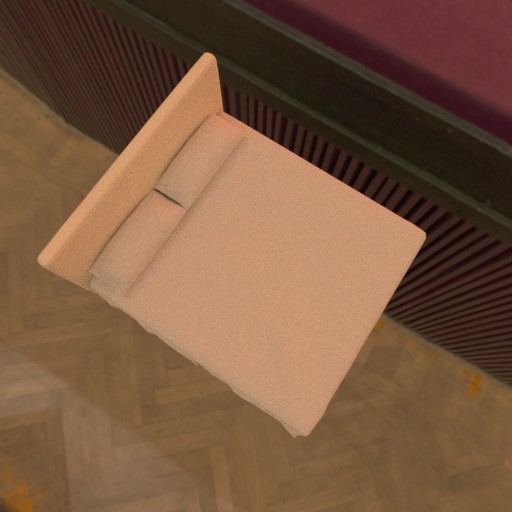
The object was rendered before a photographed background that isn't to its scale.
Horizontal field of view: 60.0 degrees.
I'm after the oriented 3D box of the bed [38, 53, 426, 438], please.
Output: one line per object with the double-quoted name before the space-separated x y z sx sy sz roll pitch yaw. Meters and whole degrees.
"bed" 0.000 0.000 3.698 2.341 1.317 2.119 33 78 8
